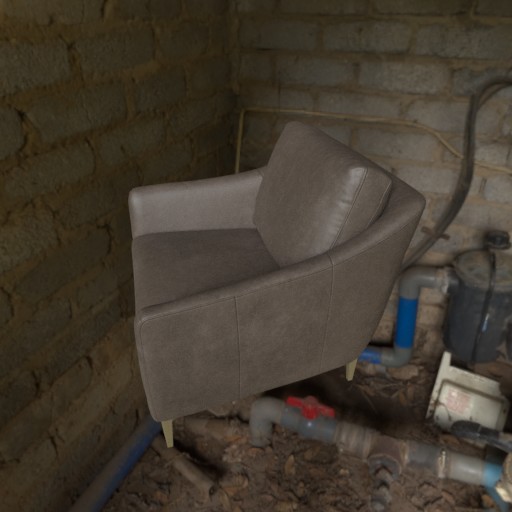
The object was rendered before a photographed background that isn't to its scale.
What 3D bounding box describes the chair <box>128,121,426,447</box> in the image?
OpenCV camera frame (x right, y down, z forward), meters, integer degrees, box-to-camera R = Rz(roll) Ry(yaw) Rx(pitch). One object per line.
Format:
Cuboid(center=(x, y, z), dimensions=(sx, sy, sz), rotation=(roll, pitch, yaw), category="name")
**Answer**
Cuboid(center=(0.000, 0.000, 1.753), dimensions=(0.961, 0.901, 0.988), rotation=(-8, 31, -13), category="chair")
